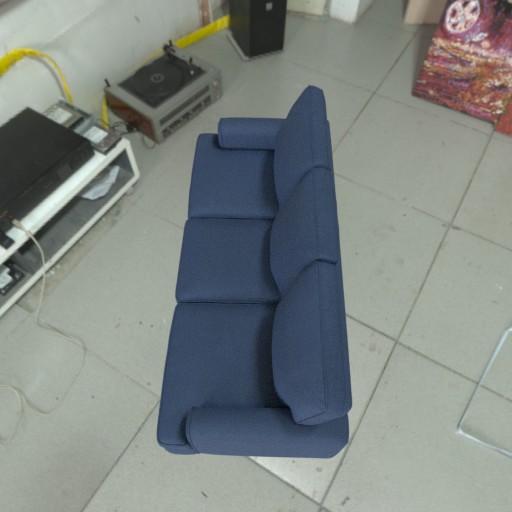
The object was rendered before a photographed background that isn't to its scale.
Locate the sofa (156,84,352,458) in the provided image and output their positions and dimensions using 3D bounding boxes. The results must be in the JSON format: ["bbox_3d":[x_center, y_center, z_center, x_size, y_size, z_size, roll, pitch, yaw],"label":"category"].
[{"bbox_3d":[0.000,0.000,2.682,0.951,0.965,2.158,1,59,1],"label":"sofa"}]
